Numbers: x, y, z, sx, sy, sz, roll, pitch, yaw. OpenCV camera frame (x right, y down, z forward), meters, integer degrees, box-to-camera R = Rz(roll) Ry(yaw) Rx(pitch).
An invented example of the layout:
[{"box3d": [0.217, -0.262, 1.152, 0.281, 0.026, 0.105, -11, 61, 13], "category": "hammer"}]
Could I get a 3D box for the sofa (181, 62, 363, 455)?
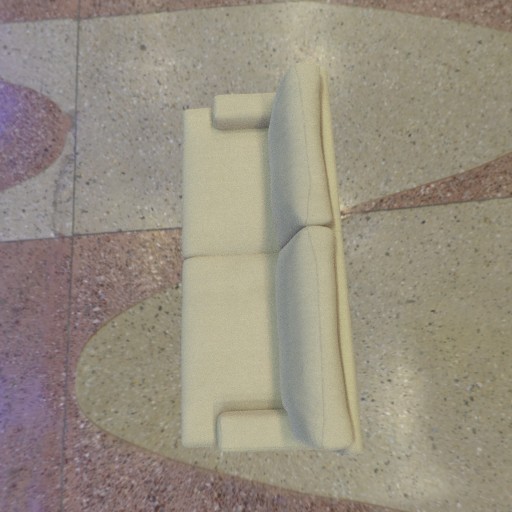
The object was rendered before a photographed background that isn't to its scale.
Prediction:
[{"box3d": [0.000, 0.000, 2.630, 0.929, 0.925, 2.147, -2, 75, -1], "category": "sofa"}]
